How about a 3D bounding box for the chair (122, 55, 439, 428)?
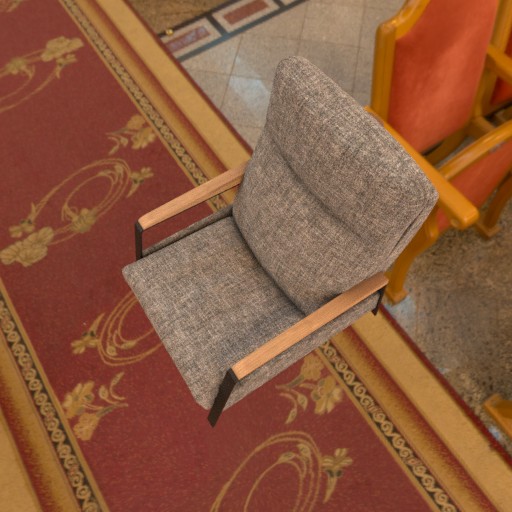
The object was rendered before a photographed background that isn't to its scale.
[{"bbox_3d":[0.000,0.000,1.566,0.868,1.042,0.671,-31,67,-14],"label":"chair"}]
